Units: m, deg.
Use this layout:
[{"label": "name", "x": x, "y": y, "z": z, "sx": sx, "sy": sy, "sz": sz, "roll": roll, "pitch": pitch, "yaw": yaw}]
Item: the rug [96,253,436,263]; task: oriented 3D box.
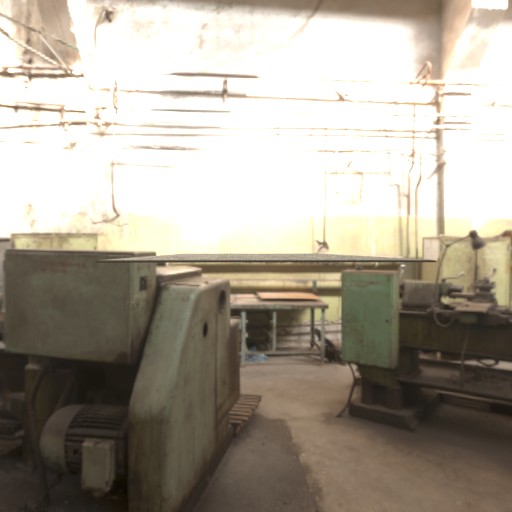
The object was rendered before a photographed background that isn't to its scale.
[{"label": "rug", "x": 0.000, "y": 0.000, "z": 3.529, "sx": 1.546, "sy": 0.011, "sz": 3.048, "roll": 0, "pitch": 1, "yaw": -2}]
